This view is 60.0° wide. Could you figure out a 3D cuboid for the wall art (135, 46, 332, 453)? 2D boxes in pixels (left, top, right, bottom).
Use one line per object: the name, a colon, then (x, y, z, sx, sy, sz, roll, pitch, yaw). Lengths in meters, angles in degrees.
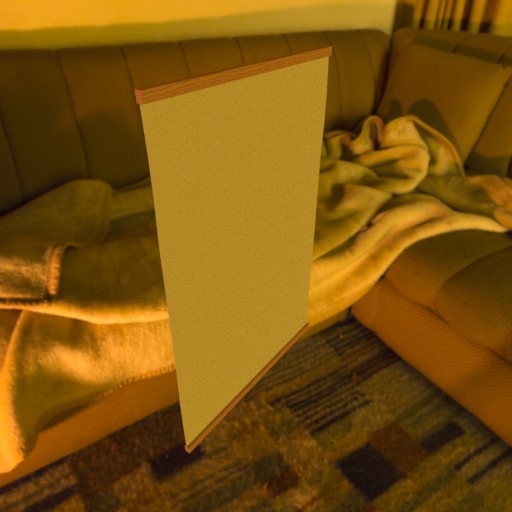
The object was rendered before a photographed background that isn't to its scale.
wall art: (0.000, 0.000, 1.881, 0.025, 1.521, 1.011, 22, 38, 30)
